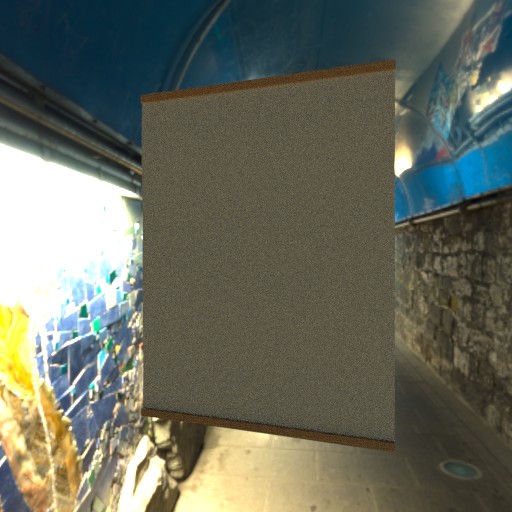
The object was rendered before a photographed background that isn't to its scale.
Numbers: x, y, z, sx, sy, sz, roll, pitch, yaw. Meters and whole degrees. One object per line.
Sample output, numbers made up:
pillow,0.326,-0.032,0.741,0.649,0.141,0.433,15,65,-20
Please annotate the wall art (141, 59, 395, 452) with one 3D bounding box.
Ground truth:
wall art,0.000,0.000,0.765,0.458,0.605,0.011,0,0,20
